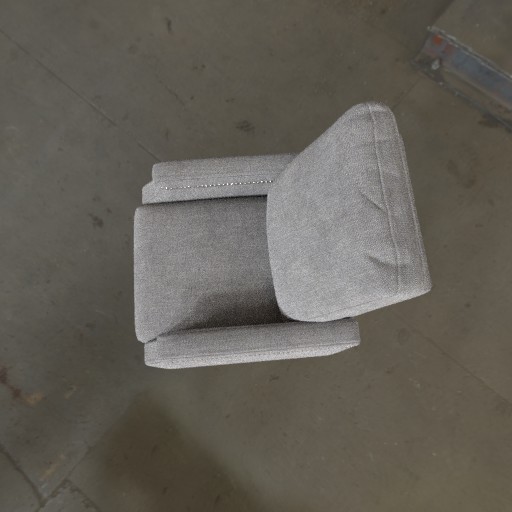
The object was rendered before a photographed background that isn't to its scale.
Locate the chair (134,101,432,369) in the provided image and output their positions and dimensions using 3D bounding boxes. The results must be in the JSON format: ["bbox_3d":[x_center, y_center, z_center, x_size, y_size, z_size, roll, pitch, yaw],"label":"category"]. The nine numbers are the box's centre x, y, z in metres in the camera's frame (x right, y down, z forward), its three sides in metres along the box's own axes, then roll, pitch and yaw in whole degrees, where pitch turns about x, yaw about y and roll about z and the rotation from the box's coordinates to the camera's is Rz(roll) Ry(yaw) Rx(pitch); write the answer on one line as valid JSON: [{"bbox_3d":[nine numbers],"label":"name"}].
[{"bbox_3d":[0.000,0.000,1.607,0.922,1.049,0.710,-5,74,-1],"label":"chair"}]
